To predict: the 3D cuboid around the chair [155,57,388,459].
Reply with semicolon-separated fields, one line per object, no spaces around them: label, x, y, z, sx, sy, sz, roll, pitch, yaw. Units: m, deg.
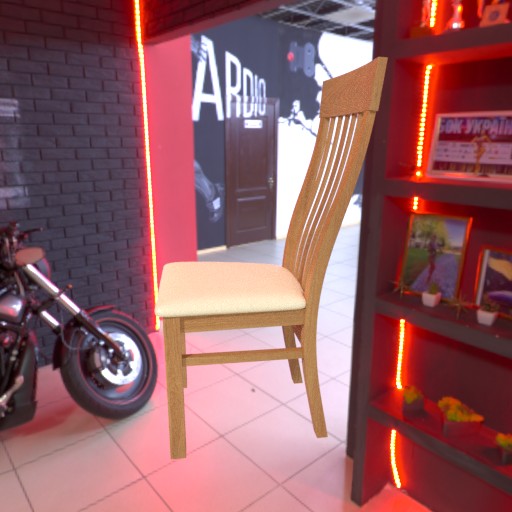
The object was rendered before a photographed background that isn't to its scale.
chair;0.000;0.000;1.338;0.580;1.050;0.450;-2;15;-8
